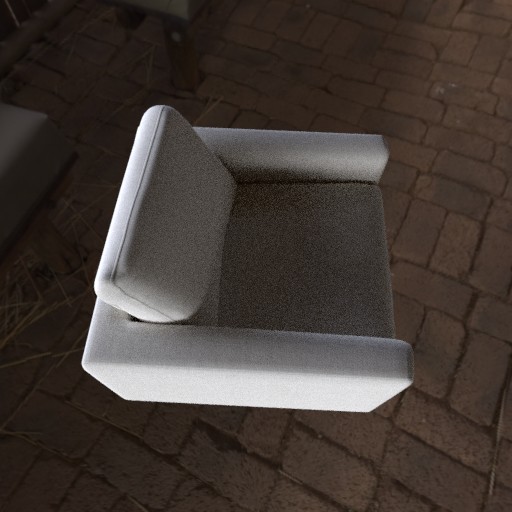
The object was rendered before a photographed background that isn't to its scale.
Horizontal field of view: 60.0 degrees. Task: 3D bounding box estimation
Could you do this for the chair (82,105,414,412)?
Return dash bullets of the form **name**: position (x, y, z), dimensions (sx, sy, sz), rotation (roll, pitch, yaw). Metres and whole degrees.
- **chair**: position (0.000, 0.000, 1.827), dimensions (1.100, 0.876, 1.070), rotation (2, 61, 1)
